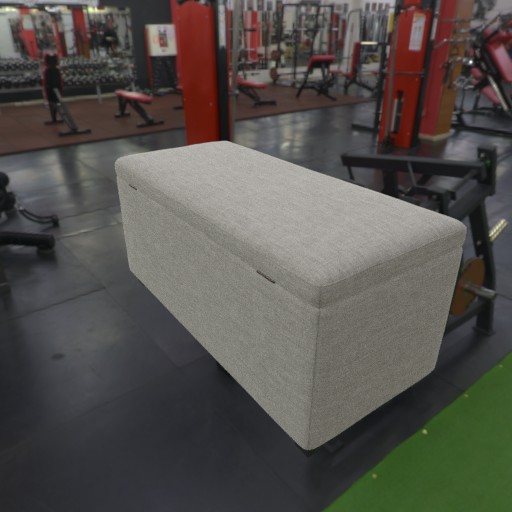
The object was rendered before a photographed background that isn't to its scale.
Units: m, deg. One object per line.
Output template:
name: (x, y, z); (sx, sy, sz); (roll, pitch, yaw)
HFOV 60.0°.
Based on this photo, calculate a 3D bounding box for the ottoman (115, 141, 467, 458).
ottoman: (0.000, 0.000, 1.163); (0.419, 0.432, 0.902); (-18, 32, -31)
